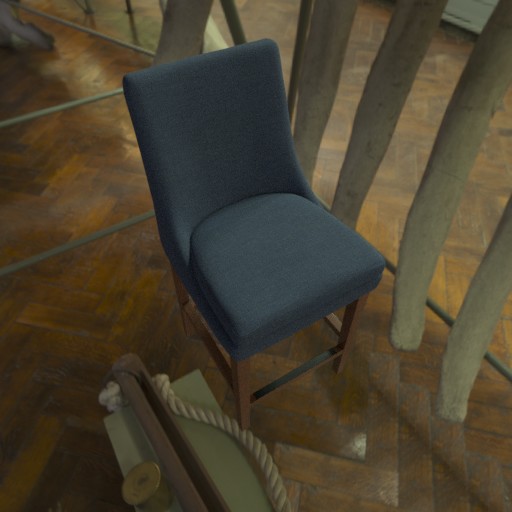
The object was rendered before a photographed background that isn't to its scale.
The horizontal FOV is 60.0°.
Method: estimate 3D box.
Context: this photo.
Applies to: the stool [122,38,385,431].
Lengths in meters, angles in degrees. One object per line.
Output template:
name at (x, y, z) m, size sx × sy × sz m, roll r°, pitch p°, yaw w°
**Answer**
stool at (0.000, 0.000, 1.295) m, size 0.470 × 0.981 × 0.577 m, roll -24°, pitch 52°, yaw -20°
